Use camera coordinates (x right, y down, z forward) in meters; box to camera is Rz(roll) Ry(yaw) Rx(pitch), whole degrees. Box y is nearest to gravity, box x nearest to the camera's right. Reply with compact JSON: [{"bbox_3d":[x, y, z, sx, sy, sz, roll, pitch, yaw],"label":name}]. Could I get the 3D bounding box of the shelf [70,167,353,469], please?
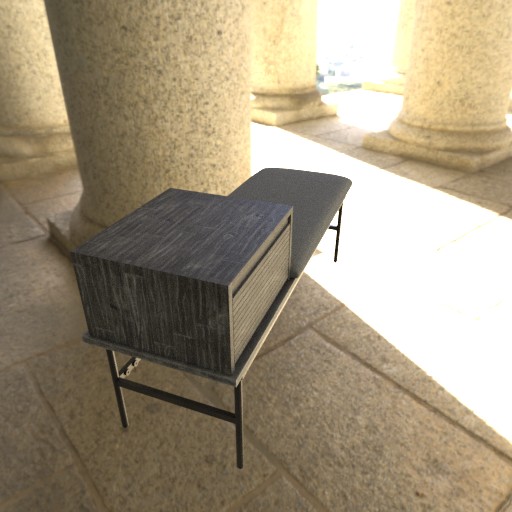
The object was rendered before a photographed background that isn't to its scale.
[{"bbox_3d":[0.000,0.000,1.637,0.457,0.633,1.342,11,31,18],"label":"shelf"}]
